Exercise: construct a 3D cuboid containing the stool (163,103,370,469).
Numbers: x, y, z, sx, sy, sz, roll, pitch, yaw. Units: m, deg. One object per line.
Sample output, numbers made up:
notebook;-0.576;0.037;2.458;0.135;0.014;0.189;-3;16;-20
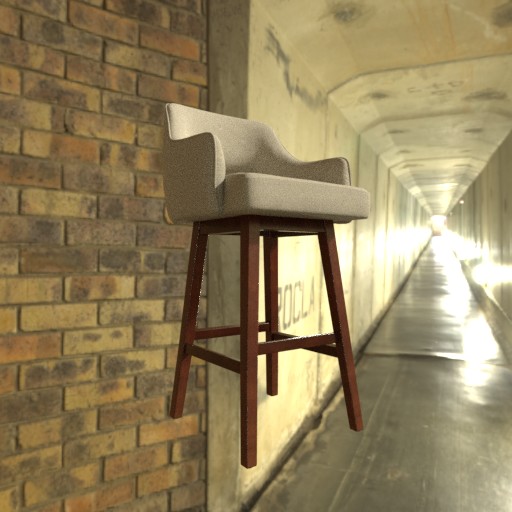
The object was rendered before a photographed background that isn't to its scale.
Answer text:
stool;0.000;0.000;1.406;0.550;1.041;0.560;0;0;-36
